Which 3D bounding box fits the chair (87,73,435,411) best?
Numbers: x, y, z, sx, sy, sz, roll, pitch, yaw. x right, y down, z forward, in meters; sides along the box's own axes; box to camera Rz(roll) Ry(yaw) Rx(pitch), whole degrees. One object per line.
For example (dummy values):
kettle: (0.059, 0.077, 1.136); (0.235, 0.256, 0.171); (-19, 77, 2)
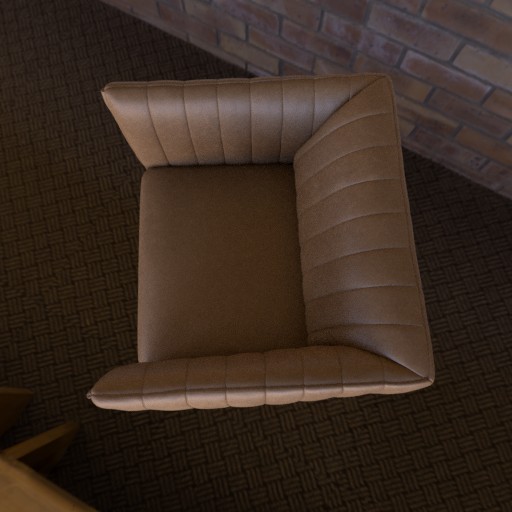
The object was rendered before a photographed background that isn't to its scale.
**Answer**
chair: (0.000, 0.000, 1.559); (0.876, 0.779, 0.981); (-3, 75, -1)
